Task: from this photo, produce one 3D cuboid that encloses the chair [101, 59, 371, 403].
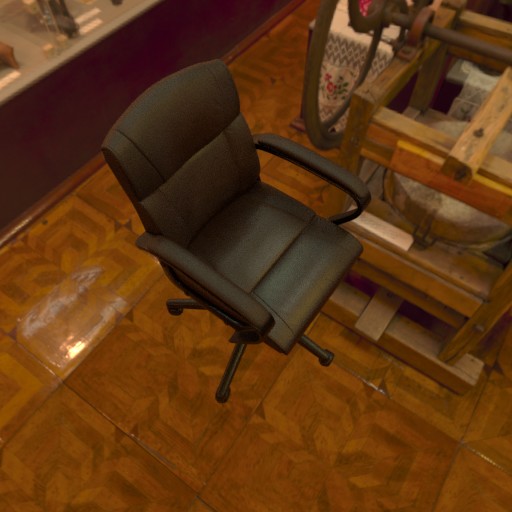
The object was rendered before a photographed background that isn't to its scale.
[{"bbox_3d":[0.000,0.000,1.460,0.717,1.004,0.739,33,63,19],"label":"chair"}]
